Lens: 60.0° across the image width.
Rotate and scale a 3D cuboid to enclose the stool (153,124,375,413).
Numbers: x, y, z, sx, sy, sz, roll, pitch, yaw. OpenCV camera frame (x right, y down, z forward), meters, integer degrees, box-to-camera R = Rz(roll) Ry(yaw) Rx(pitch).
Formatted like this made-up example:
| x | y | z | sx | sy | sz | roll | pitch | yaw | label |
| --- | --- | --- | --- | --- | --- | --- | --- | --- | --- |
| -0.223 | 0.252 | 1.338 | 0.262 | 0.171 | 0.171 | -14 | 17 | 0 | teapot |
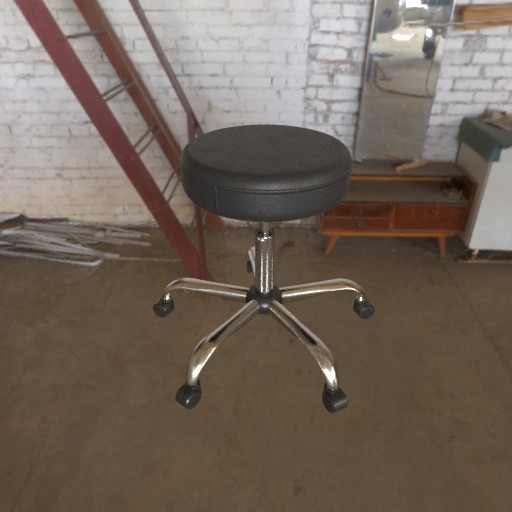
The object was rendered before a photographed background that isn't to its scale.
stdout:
| x | y | z | sx | sy | sz | roll | pitch | yaw | label |
| --- | --- | --- | --- | --- | --- | --- | --- | --- | --- |
| 0.000 | 0.000 | 1.165 | 0.673 | 0.576 | 0.638 | 21 | 37 | 30 | stool |
